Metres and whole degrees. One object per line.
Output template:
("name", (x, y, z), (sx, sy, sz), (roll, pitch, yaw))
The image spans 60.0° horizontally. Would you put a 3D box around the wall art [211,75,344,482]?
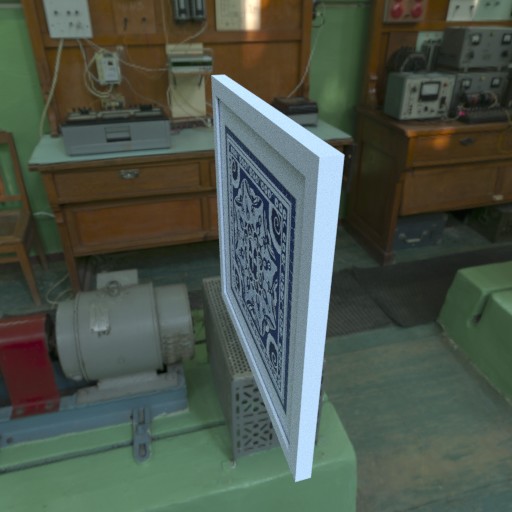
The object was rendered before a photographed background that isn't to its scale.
("wall art", (0.000, 0.000, 0.835), (0.028, 0.559, 0.559), (-9, 32, -14))
